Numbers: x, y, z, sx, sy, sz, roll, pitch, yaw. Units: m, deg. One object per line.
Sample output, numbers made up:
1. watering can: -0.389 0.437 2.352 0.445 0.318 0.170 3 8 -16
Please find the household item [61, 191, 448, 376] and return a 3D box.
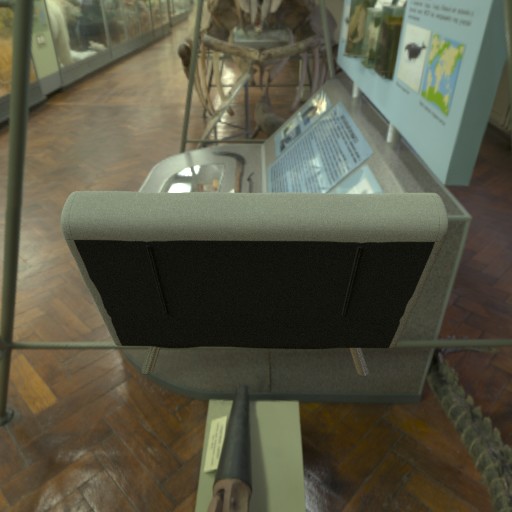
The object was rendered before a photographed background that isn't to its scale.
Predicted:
1. household item: 0.000 0.000 1.654 1.000 0.800 0.874 0 31 1
